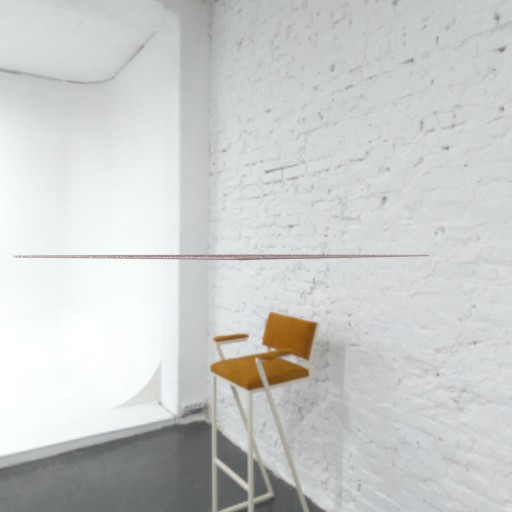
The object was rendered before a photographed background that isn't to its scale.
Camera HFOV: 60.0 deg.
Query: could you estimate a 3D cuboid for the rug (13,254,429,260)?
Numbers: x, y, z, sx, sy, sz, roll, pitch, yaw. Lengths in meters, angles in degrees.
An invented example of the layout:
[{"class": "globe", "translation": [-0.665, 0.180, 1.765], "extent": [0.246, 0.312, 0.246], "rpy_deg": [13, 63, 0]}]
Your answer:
[{"class": "rug", "translation": [0.000, 0.000, 2.253], "extent": [1.219, 0.009, 1.829], "rpy_deg": [0, 0, 36]}]
